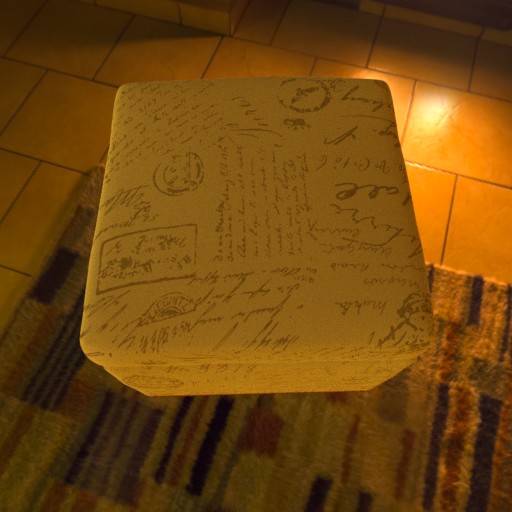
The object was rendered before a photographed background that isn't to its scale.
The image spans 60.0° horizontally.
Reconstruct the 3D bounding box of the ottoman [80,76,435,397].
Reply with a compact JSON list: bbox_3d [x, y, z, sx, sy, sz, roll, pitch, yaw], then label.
[{"bbox_3d":[0.000,0.000,0.807,0.449,0.457,0.450,-1,65,-1],"label":"ottoman"}]
